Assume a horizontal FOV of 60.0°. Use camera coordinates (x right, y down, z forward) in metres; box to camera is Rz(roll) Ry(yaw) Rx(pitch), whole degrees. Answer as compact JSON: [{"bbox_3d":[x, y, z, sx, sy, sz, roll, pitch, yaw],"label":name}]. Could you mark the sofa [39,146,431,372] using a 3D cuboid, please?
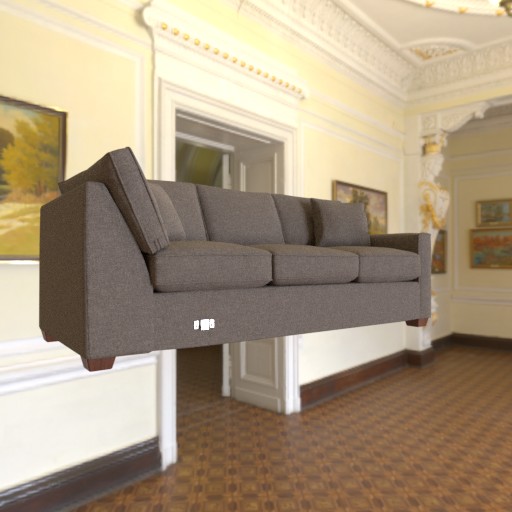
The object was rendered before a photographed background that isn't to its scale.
[{"bbox_3d":[0.000,0.000,2.783,2.317,0.962,1.061,0,-1,-35],"label":"sofa"}]
